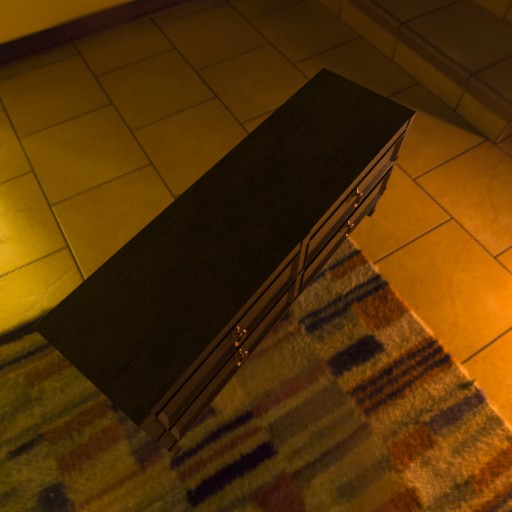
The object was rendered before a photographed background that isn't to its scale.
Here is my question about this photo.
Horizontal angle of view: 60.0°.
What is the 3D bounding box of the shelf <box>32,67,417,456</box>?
[{"bbox_3d":[0.000,0.000,1.890,0.479,0.719,1.575,34,65,19],"label":"shelf"}]
